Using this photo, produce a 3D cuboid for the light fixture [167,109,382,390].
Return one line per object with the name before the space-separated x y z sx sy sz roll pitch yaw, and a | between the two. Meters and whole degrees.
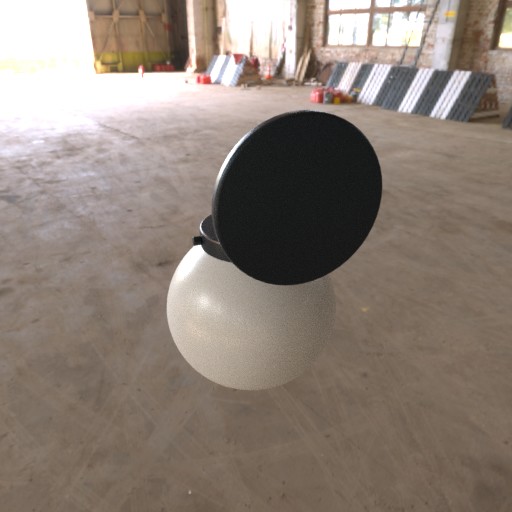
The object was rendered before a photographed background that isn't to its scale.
light fixture | 0.000 0.000 0.478 0.197 0.332 0.230 -8 28 -16
